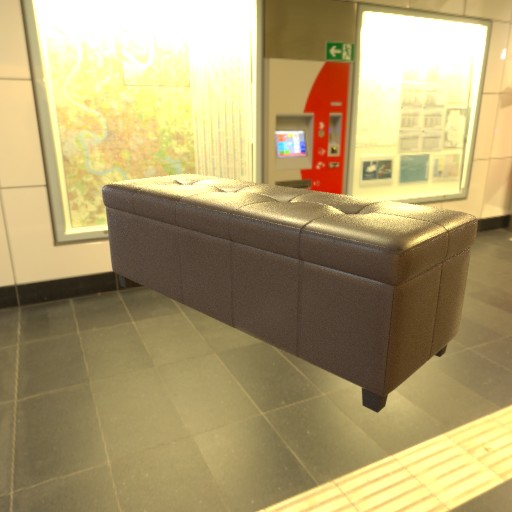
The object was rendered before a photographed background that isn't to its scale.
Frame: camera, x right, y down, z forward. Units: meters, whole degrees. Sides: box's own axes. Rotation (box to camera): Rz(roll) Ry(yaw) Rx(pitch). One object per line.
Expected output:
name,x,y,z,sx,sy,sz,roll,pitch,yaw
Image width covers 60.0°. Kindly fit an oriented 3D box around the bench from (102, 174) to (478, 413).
bench,0.000,0.000,1.459,1.219,0.417,0.450,16,24,42
